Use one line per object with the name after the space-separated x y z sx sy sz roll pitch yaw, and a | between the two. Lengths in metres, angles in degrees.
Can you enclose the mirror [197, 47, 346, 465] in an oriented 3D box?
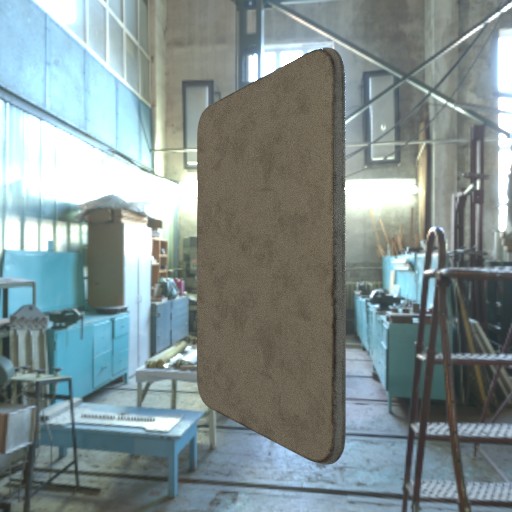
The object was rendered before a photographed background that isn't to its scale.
0.000 0.000 0.897 0.024 0.713 0.461 0 0 -37 | mirror
